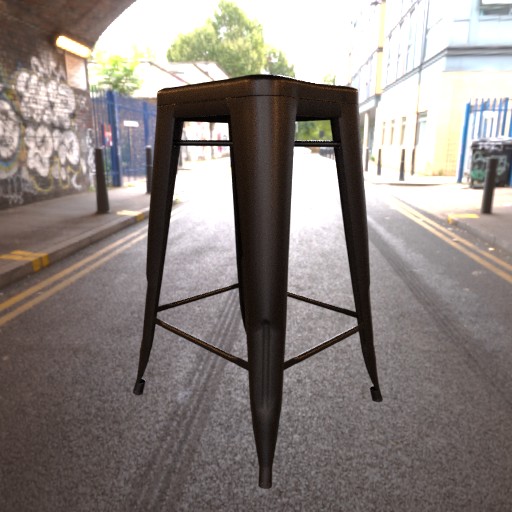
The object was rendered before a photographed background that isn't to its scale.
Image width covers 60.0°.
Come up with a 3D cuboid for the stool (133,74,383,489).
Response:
[{"bbox_3d":[0.000,0.000,0.857,0.399,0.609,0.359,14,19,43],"label":"stool"}]
